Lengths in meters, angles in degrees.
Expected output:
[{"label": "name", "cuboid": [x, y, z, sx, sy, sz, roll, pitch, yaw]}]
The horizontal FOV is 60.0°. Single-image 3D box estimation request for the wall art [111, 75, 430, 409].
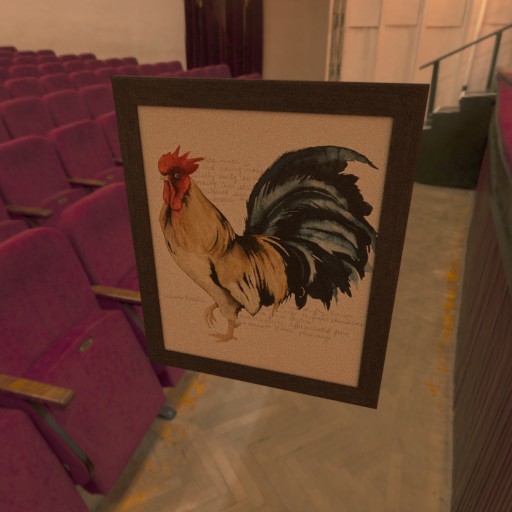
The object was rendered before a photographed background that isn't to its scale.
[{"label": "wall art", "cuboid": [0.000, 0.000, 0.769, 0.476, 0.570, 0.013, 8, 27, 15]}]
